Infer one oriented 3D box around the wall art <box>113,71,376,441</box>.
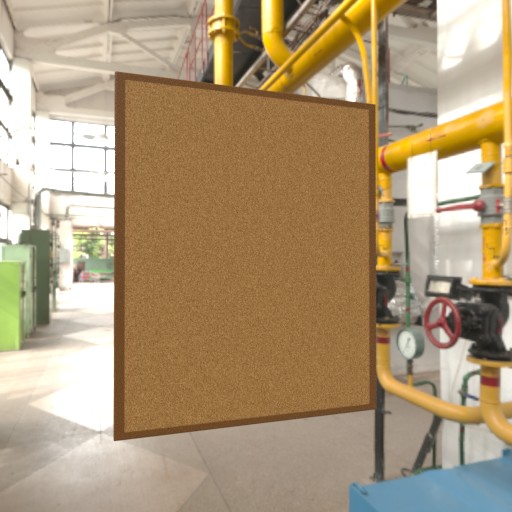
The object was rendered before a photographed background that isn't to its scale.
[{"bbox_3d":[0.000,0.000,0.737,0.449,0.550,0.021,0,-1,-18],"label":"wall art"}]
